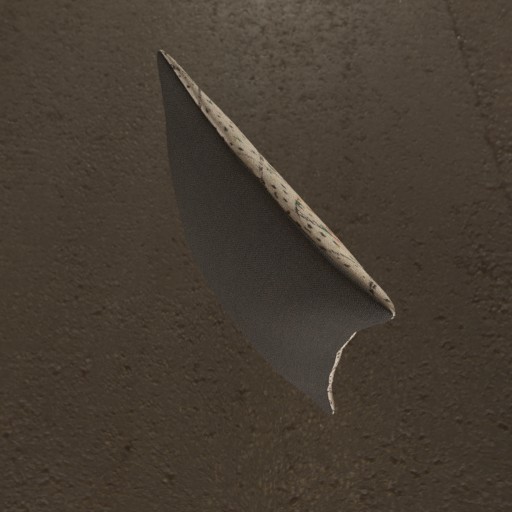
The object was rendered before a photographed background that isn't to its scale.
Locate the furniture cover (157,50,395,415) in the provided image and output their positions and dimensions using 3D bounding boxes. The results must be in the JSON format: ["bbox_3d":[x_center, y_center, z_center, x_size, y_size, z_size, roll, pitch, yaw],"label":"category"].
[{"bbox_3d":[0.000,0.000,0.770,0.180,0.498,0.525,-30,63,-17],"label":"furniture cover"}]
